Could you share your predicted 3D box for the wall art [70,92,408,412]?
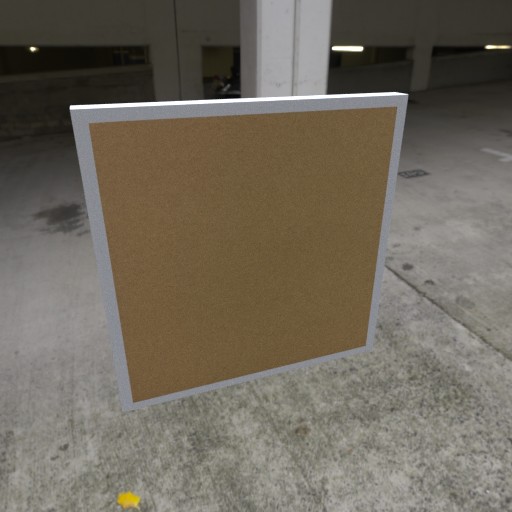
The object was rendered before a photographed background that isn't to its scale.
[{"bbox_3d":[0.000,0.000,0.757,0.508,0.507,0.035,-9,27,-18],"label":"wall art"}]
